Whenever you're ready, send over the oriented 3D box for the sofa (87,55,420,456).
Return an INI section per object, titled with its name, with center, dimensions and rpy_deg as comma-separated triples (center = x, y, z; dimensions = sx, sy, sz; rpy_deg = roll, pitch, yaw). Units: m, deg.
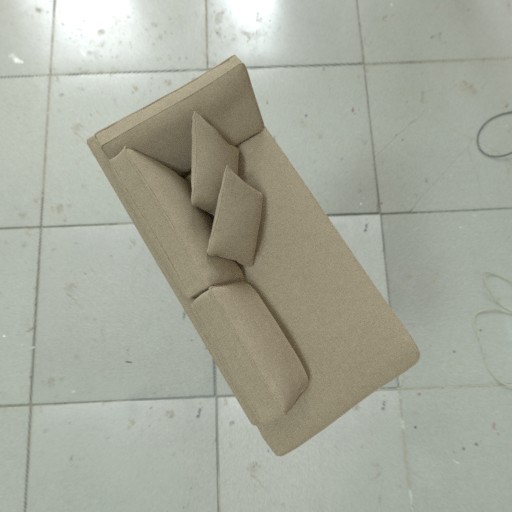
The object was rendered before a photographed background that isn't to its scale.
[sofa]
center = 0.000, 0.000, 2.867
dimensions = 1.110, 1.033, 2.237
rpy_deg = -31, 80, -6
